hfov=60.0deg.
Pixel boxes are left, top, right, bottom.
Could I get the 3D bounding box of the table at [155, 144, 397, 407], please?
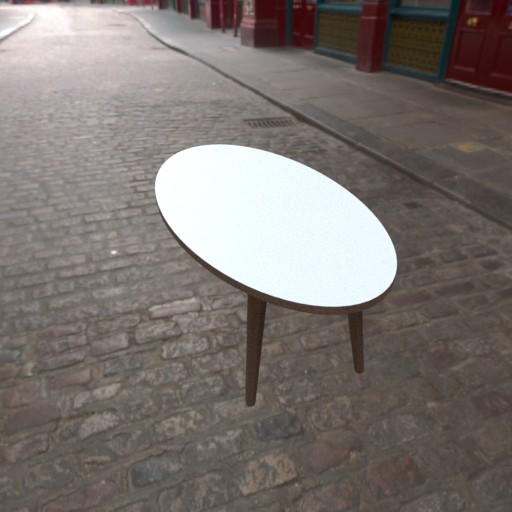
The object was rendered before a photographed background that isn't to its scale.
[{"bbox_3d":[0.000,0.000,1.361,0.542,0.390,1.083,-11,32,-18],"label":"table"}]
